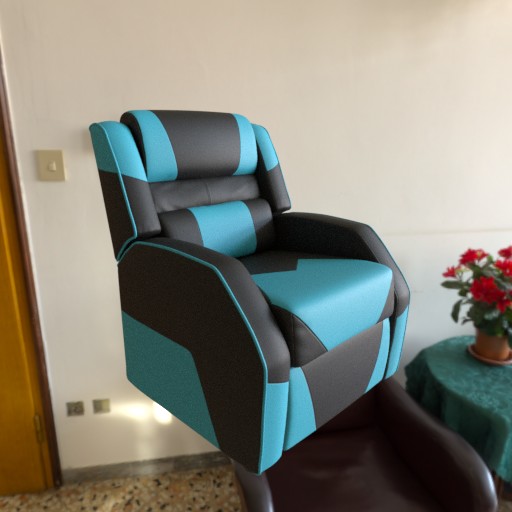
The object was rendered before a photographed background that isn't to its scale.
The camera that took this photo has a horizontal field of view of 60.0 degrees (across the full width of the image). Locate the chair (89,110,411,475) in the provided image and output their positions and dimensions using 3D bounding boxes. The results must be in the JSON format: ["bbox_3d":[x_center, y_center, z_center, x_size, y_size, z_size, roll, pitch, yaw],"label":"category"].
[{"bbox_3d":[0.000,0.000,1.263,0.672,0.805,0.620,15,22,43],"label":"chair"}]
